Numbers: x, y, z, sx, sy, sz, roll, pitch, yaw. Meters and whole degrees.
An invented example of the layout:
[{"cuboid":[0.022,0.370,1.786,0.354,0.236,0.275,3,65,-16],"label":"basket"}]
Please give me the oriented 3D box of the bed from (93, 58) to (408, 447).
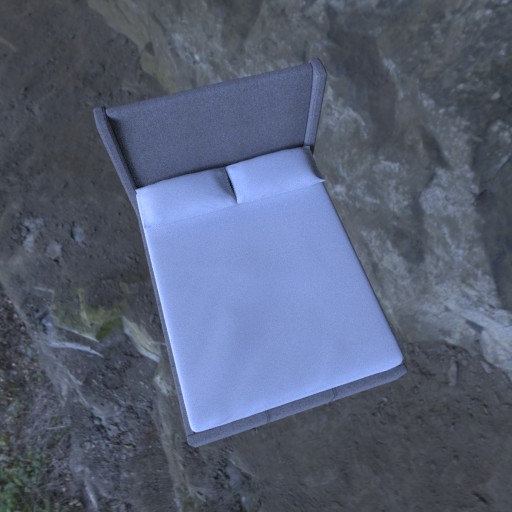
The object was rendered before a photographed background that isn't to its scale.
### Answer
[{"cuboid":[0.000,0.000,3.417,1.714,1.476,2.245,-16,65,-8],"label":"bed"}]
